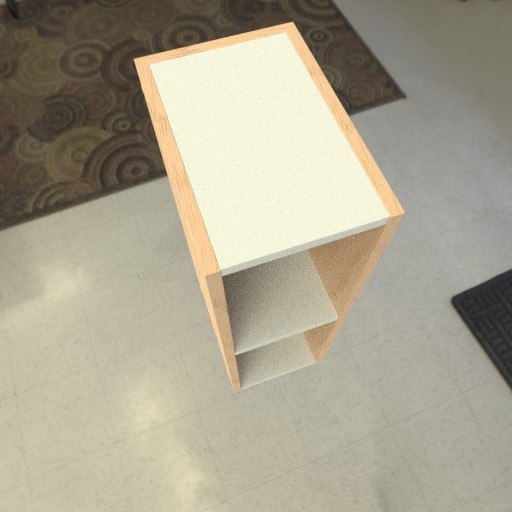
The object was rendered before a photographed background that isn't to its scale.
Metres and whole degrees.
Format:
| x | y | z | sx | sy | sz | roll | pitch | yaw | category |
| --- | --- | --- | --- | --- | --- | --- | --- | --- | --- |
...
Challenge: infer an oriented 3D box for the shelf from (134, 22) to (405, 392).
| x | y | z | sx | sy | sz | roll | pitch | yaw | category |
| --- | --- | --- | --- | --- | --- | --- | --- | --- | --- |
| 0.000 | 0.000 | 0.733 | 0.200 | 0.600 | 0.290 | -17 | 65 | -9 | shelf |
